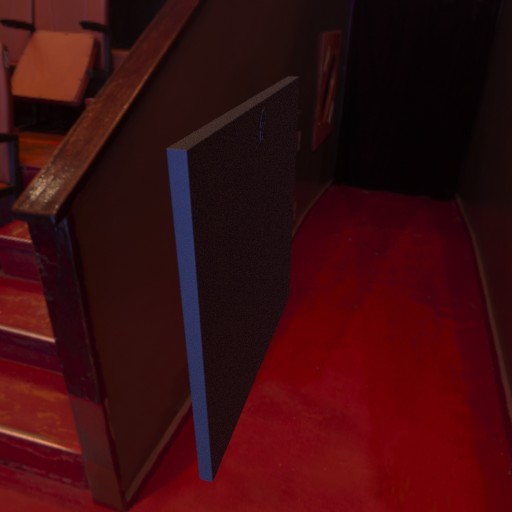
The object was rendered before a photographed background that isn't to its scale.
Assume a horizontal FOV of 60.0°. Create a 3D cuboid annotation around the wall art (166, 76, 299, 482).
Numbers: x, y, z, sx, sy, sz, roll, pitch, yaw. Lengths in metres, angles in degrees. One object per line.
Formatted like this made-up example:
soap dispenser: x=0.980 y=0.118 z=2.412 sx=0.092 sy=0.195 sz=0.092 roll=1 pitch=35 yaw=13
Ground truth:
wall art: x=0.000 y=0.000 z=1.200 sx=0.043 sy=0.807 sz=0.805 roll=9 pitch=31 yaw=15
